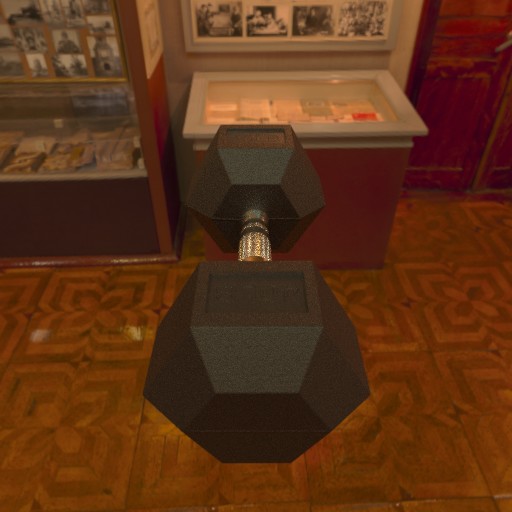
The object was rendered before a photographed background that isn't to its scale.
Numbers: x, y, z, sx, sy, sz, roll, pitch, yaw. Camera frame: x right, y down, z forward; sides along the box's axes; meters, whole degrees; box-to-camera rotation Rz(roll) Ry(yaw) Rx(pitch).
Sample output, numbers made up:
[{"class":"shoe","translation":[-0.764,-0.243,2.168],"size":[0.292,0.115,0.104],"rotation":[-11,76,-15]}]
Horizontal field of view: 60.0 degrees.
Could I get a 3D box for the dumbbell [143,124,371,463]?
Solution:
[{"class":"dumbbell","translation":[0.000,0.000,0.425],"size":[0.157,0.137,0.361],"rotation":[0,39,0]}]
